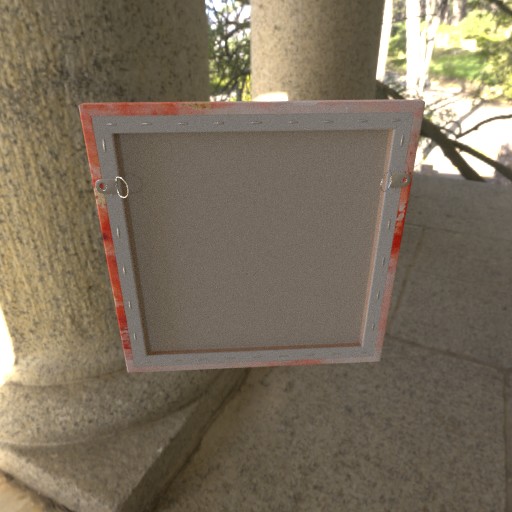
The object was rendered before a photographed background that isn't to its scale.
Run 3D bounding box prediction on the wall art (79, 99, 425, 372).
[{"bbox_3d":[0.000,0.000,1.326,0.878,0.878,0.066,-2,29,-3],"label":"wall art"}]
